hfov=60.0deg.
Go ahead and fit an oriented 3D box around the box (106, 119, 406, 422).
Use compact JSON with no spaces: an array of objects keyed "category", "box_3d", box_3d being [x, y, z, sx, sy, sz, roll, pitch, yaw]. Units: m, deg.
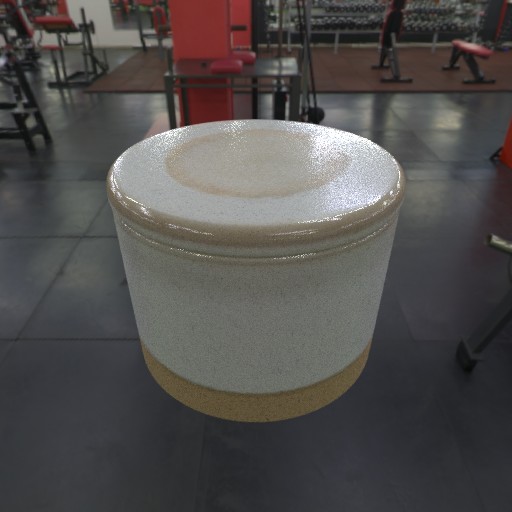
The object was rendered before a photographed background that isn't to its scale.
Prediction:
[{"category":"box","box_3d":[0.000,0.000,0.266,0.154,0.123,0.154,0,33,0]}]
